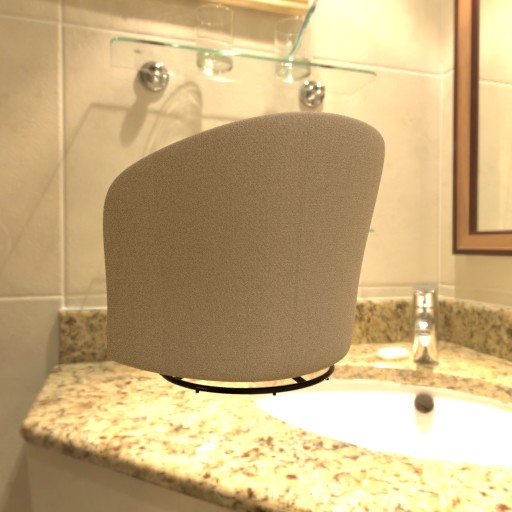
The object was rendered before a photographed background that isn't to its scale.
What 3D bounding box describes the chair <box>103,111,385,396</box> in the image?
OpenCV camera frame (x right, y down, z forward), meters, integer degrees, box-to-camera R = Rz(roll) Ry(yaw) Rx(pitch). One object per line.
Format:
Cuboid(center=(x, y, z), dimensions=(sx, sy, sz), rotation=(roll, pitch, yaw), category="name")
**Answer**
Cuboid(center=(0.000, 0.000, 1.491), dimensions=(0.815, 0.771, 0.791), rotation=(1, 2, 36), category="chair")
